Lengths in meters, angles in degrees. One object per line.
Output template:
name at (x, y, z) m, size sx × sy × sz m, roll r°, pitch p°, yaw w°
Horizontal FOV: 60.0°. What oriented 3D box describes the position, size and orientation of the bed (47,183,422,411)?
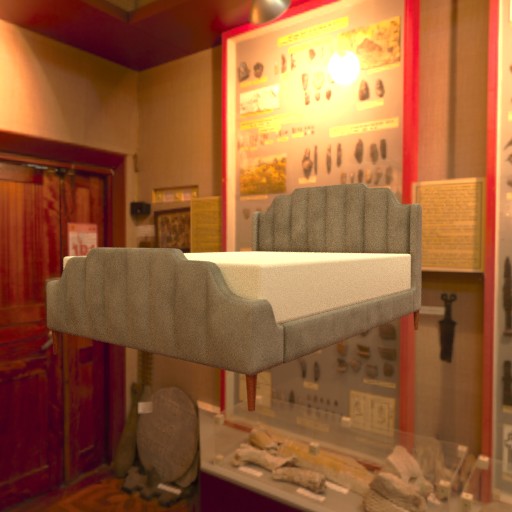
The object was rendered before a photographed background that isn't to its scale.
bed at (0.000, 0.000, 3.238) m, size 1.676 × 1.245 × 2.340 m, roll 1°, pitch 2°, yaw 37°
